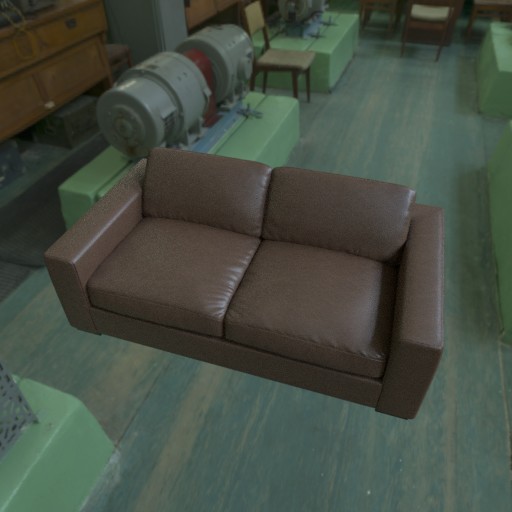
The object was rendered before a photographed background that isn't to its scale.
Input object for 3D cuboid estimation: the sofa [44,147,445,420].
[{"bbox_3d":[0.000,0.000,2.451,1.920,0.800,1.070,12,42,13],"label":"sofa"}]
